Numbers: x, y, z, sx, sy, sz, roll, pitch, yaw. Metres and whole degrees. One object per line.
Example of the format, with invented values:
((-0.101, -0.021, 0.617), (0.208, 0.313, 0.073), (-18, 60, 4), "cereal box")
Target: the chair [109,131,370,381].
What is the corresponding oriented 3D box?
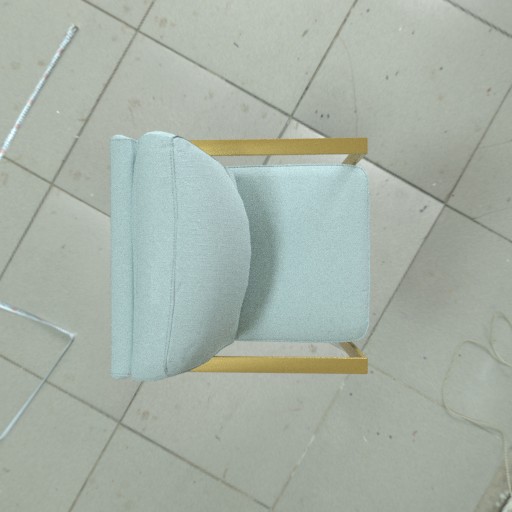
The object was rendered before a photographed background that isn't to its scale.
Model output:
((0.000, 0.000, 1.531), (0.813, 0.956, 0.758), (0, 90, 1), "chair")
